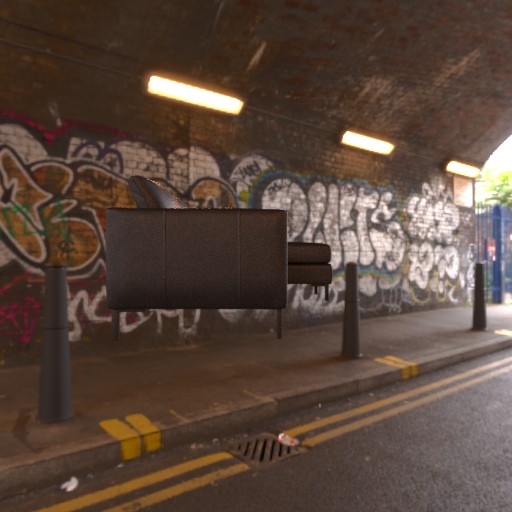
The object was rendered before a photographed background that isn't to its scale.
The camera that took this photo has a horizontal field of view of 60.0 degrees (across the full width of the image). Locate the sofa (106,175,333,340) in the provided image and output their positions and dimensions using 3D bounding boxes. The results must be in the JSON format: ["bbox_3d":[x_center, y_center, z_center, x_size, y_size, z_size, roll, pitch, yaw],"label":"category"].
[{"bbox_3d":[0.000,0.000,3.642,1.471,0.859,2.993,0,0,0],"label":"sofa"}]
